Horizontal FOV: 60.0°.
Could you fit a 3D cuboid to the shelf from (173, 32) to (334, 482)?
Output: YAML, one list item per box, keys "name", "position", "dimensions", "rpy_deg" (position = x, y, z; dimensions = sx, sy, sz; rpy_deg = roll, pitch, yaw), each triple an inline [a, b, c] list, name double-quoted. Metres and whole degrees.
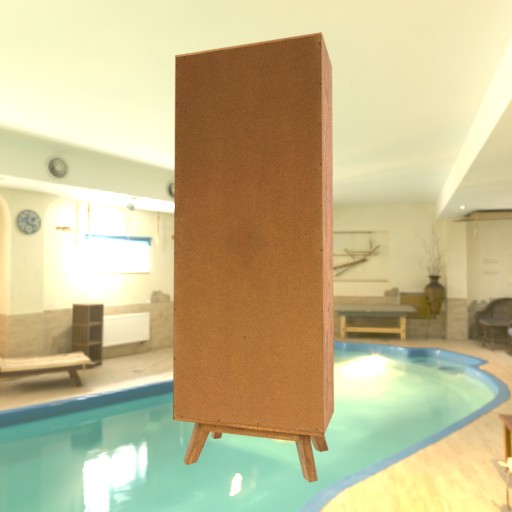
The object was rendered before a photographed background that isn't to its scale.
- name: "shelf"
  position: [0.000, 0.000, 1.508]
  dimensions: [0.491, 1.342, 0.267]
  rpy_deg: [-1, -2, 17]
